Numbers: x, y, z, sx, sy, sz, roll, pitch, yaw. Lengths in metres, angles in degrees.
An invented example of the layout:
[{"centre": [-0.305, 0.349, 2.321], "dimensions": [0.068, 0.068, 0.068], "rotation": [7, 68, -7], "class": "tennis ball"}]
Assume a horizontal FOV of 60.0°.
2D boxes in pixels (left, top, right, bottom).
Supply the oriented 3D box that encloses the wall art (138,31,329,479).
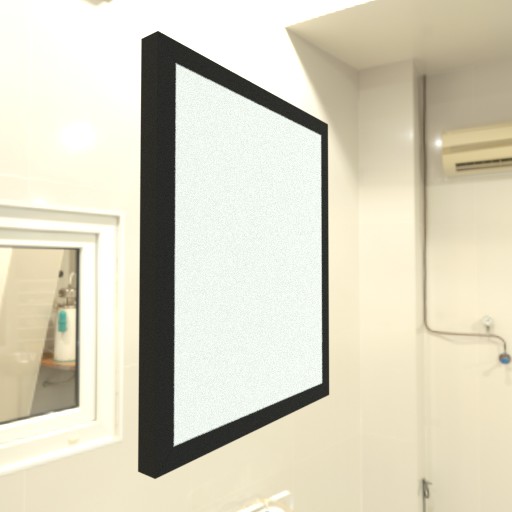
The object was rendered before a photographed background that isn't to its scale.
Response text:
[{"centre": [0.000, 0.000, 0.537], "dimensions": [0.024, 0.404, 0.329], "rotation": [-1, -2, 37], "class": "wall art"}]
